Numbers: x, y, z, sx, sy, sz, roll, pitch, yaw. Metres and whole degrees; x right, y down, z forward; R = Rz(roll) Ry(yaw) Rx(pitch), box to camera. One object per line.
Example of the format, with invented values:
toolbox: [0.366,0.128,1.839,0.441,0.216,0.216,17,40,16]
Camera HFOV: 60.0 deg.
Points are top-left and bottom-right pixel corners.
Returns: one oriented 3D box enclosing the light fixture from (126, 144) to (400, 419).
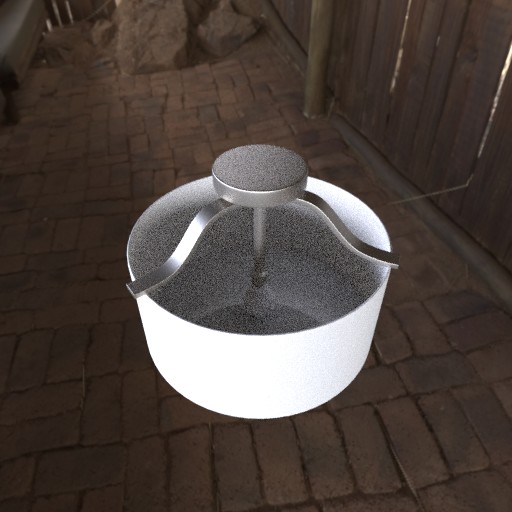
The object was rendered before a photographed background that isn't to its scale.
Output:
light fixture: [0.000,0.000,0.675,0.395,0.304,0.395,0,40,0]
